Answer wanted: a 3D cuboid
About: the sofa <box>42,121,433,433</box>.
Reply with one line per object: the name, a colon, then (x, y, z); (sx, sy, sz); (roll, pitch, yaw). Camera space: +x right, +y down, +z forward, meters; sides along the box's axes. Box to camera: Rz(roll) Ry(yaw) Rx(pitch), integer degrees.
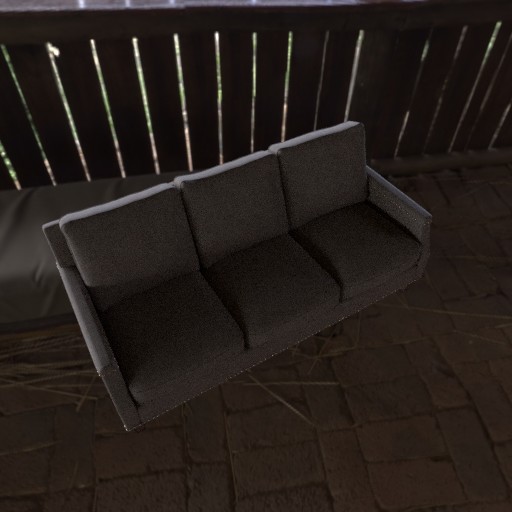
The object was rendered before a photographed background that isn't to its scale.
sofa: (0.000, 0.000, 2.842); (2.226, 1.042, 1.034); (-23, 51, -21)
